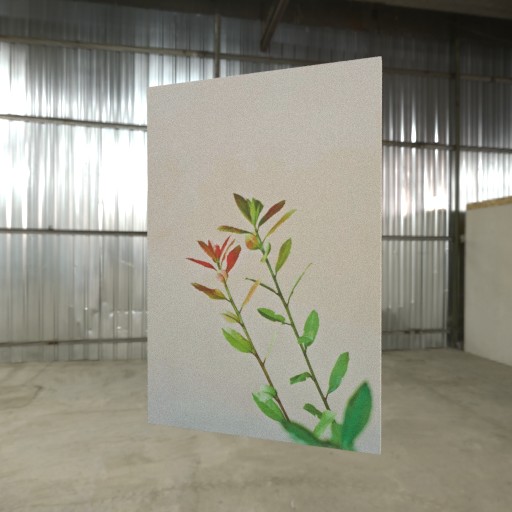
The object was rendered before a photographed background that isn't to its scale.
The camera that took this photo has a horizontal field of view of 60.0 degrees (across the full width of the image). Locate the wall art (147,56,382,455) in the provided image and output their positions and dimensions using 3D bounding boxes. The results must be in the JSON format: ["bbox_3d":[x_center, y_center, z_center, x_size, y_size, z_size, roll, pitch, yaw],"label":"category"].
[{"bbox_3d":[0.000,0.000,1.406,0.764,1.143,0.038,0,0,18],"label":"wall art"}]
